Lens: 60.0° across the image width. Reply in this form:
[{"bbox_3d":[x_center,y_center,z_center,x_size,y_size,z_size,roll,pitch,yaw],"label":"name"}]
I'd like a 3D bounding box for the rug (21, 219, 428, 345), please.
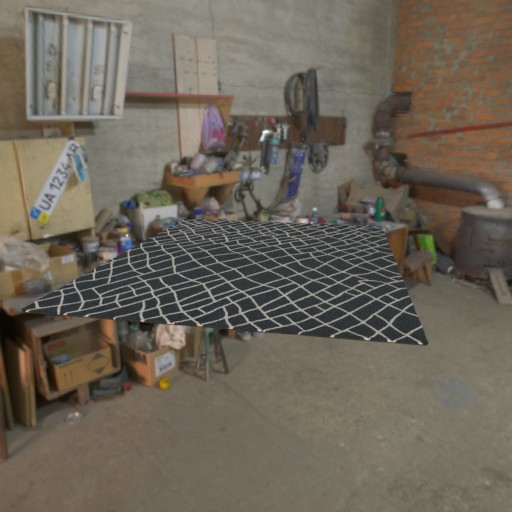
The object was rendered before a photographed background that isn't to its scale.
[{"bbox_3d":[0.000,0.000,3.990,2.439,0.022,3.047,3,16,10],"label":"rug"}]
